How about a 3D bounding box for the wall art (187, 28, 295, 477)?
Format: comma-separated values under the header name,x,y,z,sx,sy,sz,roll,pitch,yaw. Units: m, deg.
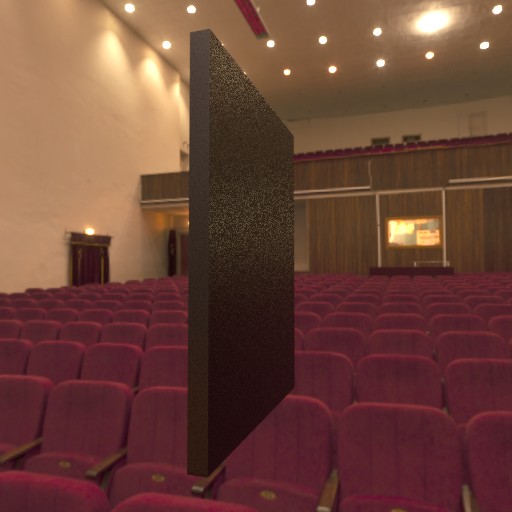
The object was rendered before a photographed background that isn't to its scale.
name,x,y,z,sx,sy,sz,roll,pitch,yaw
wall art,0.000,0.000,0.770,0.028,0.557,0.457,-1,-3,18
